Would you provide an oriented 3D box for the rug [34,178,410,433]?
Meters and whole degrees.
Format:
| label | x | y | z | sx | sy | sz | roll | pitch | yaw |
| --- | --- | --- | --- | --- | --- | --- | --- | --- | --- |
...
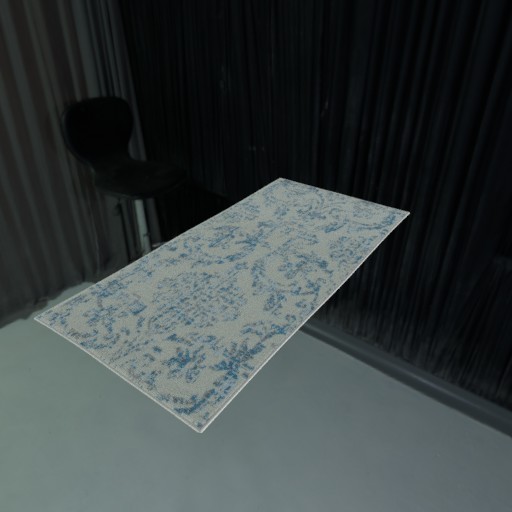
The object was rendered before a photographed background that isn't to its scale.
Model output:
| label | x | y | z | sx | sy | sz | roll | pitch | yaw |
| --- | --- | --- | --- | --- | --- | --- | --- | --- | --- |
| rug | 0.000 | 0.000 | 1.460 | 0.605 | 0.007 | 1.220 | 21 | 38 | 30 |
